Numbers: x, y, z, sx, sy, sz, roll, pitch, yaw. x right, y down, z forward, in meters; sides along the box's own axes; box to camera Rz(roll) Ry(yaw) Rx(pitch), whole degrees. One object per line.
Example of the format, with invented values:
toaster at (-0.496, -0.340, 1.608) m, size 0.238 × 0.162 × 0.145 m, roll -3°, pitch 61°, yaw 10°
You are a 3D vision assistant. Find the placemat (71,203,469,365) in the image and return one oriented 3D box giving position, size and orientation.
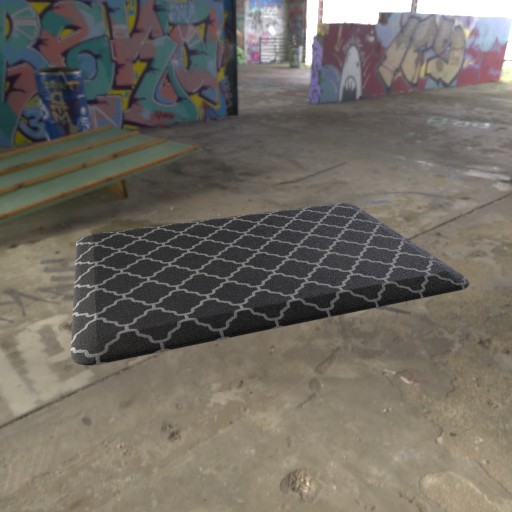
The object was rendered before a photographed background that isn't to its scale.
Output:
placemat at (0.000, 0.000, 0.985) m, size 0.762 × 0.021 × 0.508 m, roll -9°, pitch 28°, yaw -17°
